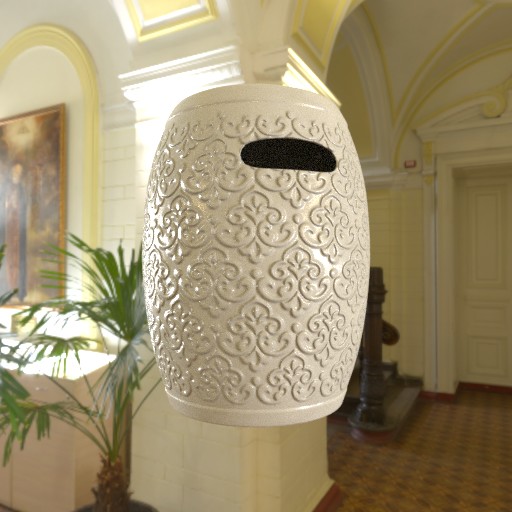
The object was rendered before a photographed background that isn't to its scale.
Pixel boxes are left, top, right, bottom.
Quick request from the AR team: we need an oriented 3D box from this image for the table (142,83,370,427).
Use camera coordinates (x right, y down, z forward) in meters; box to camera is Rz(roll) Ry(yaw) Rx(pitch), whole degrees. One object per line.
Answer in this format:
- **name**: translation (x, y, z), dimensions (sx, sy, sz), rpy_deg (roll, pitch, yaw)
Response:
- **table**: translation (0.000, 0.000, 0.621), dimensions (0.309, 0.397, 0.309), rpy_deg (0, -1, 0)
